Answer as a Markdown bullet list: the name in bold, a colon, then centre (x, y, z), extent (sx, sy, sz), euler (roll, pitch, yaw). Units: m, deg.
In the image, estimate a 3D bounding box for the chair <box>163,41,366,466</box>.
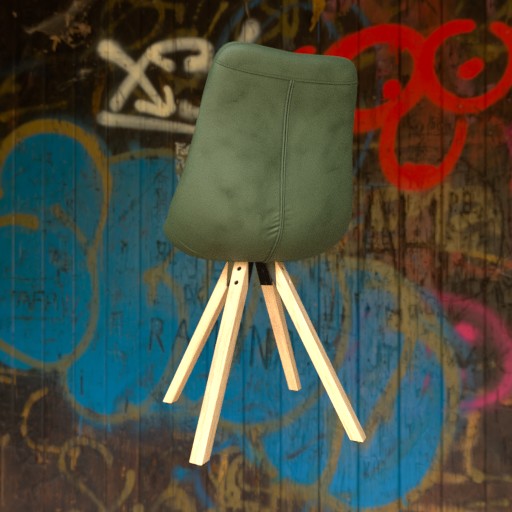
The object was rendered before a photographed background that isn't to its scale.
- **chair**: centre (0.000, 0.000, 1.172), extent (0.483, 0.865, 0.547), euler (0, 0, -18)
